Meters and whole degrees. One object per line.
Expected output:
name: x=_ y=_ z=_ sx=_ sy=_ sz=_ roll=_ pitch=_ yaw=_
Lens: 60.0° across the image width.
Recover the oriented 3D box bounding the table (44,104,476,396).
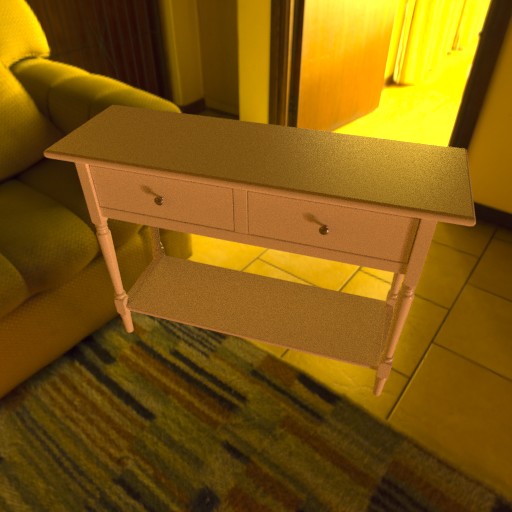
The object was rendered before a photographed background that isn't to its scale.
table: x=0.000 y=0.000 z=1.563 sx=1.191 sy=0.814 sz=0.386 roll=11 pitch=41 yaw=13
